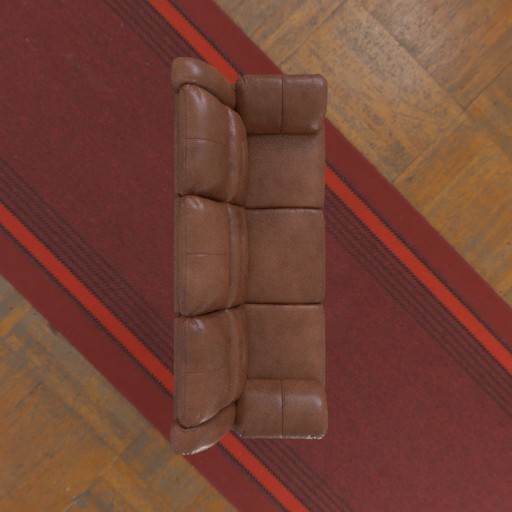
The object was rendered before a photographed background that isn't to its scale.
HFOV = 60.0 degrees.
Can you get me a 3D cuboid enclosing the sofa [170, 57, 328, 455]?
[{"bbox_3d":[0.000,0.000,2.904,0.991,1.043,2.337,0,90,-2],"label":"sofa"}]
